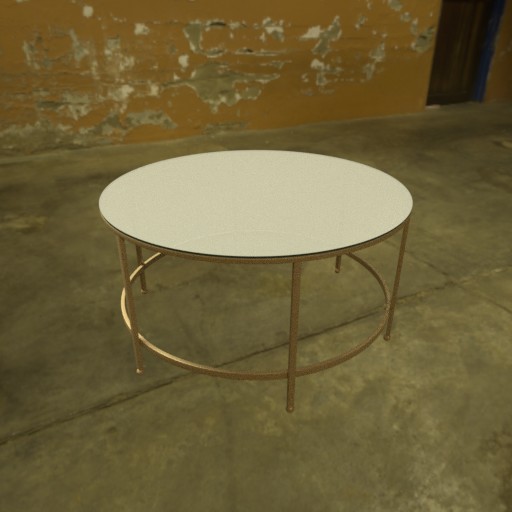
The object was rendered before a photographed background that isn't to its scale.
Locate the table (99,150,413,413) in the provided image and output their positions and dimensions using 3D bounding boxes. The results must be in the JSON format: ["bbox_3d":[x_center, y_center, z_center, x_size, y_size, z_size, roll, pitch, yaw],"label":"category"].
[{"bbox_3d":[0.000,0.000,1.454,0.914,0.470,0.914,0,27,0],"label":"table"}]
